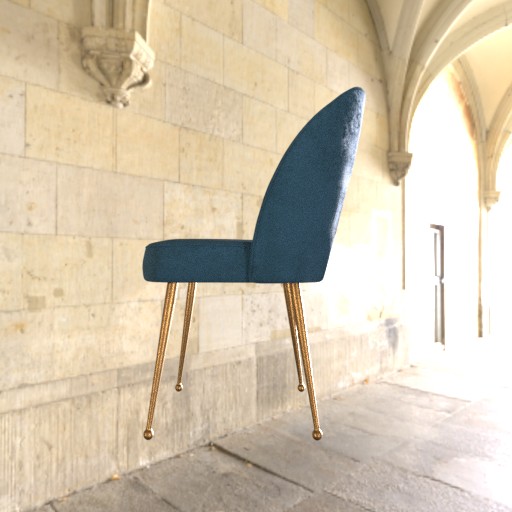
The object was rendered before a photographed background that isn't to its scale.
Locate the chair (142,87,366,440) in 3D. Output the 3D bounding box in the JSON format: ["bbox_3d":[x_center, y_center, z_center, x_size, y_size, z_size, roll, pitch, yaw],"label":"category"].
[{"bbox_3d":[0.000,0.000,1.230,0.577,0.860,0.527,0,-1,0],"label":"chair"}]
